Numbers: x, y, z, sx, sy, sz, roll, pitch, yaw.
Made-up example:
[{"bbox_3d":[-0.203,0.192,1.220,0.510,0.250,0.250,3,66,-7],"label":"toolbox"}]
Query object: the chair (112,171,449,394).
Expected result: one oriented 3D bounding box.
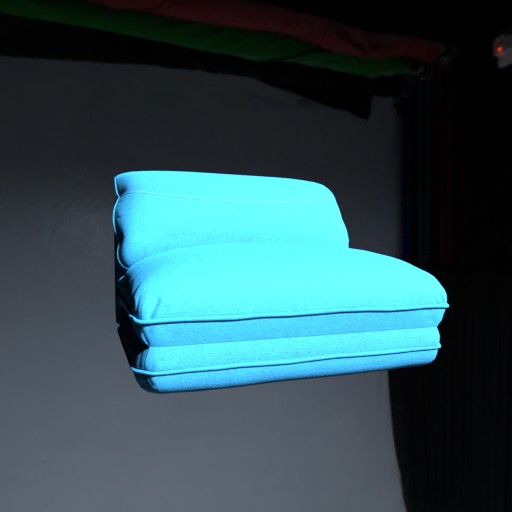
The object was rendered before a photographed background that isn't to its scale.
[{"bbox_3d":[0.000,0.000,1.357,0.820,0.580,0.780,0,0,-20],"label":"chair"}]
